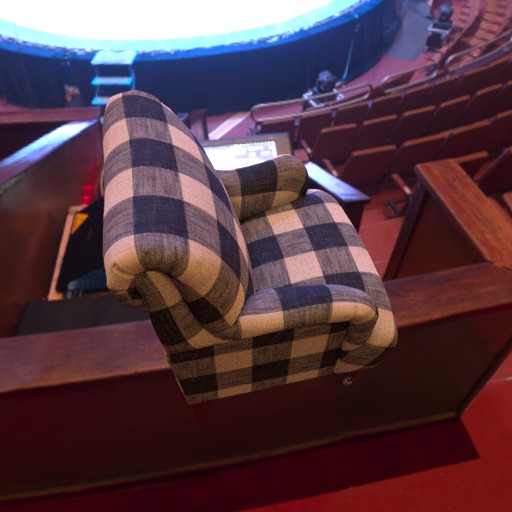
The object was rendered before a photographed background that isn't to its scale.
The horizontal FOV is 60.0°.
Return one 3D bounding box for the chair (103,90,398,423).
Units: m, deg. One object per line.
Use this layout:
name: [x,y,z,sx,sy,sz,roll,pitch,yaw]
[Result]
chair: [0.000,0.000,1.550,0.848,0.953,0.781,-10,49,-9]
